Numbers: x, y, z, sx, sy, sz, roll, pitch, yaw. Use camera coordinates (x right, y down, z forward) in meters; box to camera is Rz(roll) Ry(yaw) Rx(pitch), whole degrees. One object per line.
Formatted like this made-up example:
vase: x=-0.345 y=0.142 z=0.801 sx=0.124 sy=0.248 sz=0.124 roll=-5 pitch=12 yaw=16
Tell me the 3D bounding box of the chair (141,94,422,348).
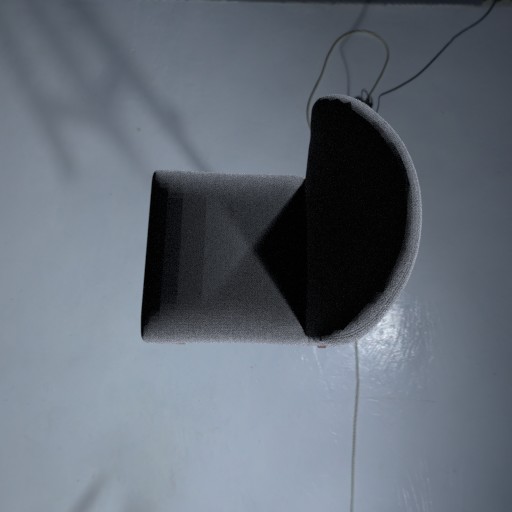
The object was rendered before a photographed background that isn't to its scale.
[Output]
chair: x=0.000 y=0.000 z=1.181 sx=0.589 sy=0.839 sz=0.491 roll=1 pitch=76 yaw=0
